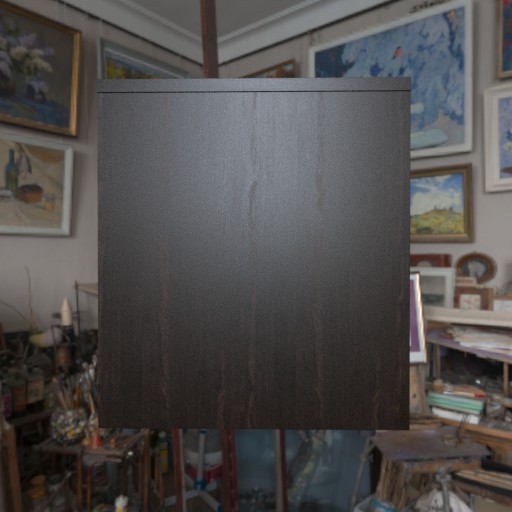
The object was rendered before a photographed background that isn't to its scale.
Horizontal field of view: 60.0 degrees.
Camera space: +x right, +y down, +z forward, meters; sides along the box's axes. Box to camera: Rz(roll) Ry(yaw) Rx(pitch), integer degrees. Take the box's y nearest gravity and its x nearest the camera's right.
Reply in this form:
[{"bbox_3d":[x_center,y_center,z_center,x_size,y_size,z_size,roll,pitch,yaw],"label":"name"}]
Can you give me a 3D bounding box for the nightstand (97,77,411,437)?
[{"bbox_3d":[0.000,0.000,0.847,0.427,0.487,0.489,0,0,1],"label":"nightstand"}]
